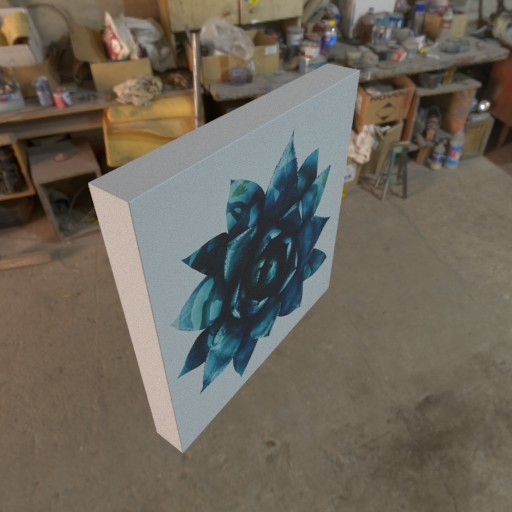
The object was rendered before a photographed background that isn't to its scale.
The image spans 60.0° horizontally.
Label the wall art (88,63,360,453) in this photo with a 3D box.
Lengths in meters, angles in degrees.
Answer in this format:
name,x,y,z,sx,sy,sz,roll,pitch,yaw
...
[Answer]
name,x,y,z,sx,sy,sz,roll,pitch,yaw
wall art,0.000,0.000,0.461,0.038,0.305,0.305,25,46,27
